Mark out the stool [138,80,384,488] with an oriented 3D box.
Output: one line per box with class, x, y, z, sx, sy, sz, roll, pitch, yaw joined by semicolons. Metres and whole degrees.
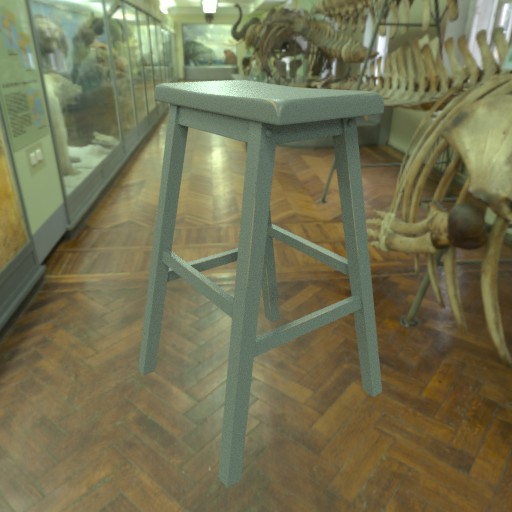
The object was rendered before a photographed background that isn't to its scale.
stool;0.000;0.000;1.034;0.476;0.737;0.457;-17;30;-32
